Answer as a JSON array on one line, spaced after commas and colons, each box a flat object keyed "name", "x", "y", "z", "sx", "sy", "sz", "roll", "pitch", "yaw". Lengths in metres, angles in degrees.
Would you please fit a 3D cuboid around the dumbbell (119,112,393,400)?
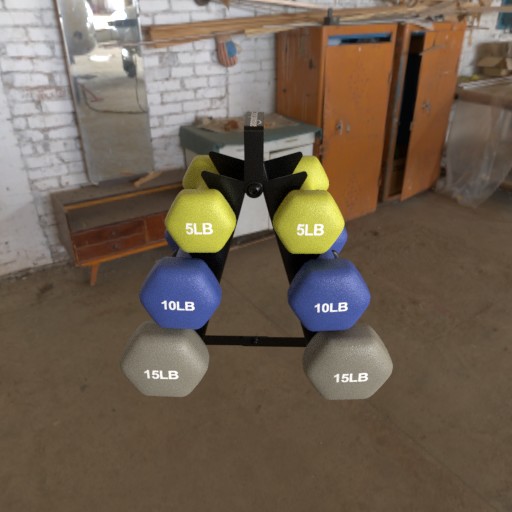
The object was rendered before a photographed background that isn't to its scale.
[{"name": "dumbbell", "x": 0.000, "y": 0.000, "z": 0.701, "sx": 0.416, "sy": 0.426, "sz": 0.261, "roll": 1, "pitch": 30, "yaw": 1}]
